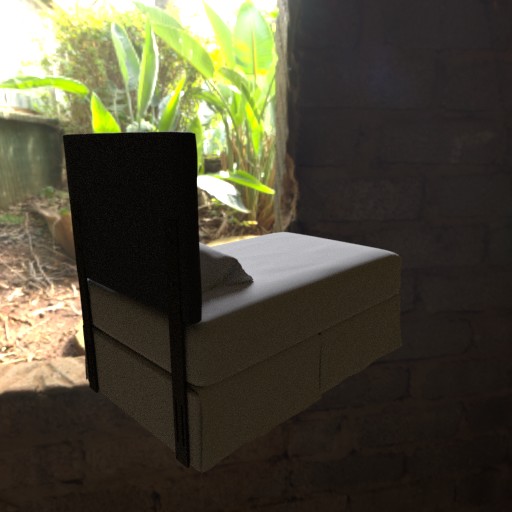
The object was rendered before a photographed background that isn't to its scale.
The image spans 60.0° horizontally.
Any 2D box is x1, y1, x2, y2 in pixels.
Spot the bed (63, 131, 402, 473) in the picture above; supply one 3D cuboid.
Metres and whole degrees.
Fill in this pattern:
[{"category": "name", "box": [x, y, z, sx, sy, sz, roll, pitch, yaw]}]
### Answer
[{"category": "bed", "box": [0.000, 0.000, 2.972, 1.261, 1.571, 1.997, 14, 20, 43]}]
